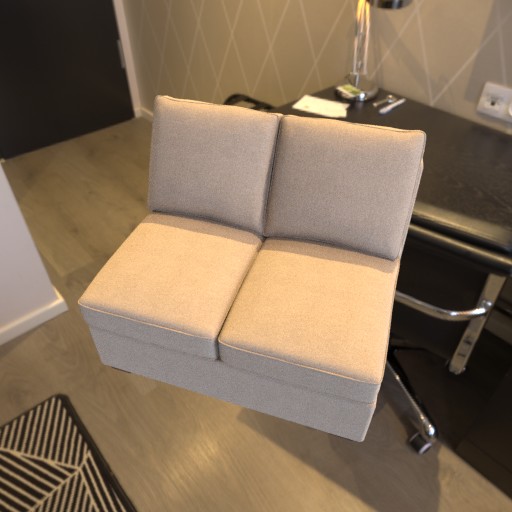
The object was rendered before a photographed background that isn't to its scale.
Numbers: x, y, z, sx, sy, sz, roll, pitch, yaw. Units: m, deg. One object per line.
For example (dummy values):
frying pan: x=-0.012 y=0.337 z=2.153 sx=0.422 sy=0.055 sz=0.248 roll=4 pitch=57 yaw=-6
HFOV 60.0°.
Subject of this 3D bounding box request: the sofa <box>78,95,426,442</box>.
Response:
sofa: x=0.000 y=0.000 z=1.950 sx=1.232 sy=1.006 sz=0.978 roll=12 pitch=43 yaw=14
